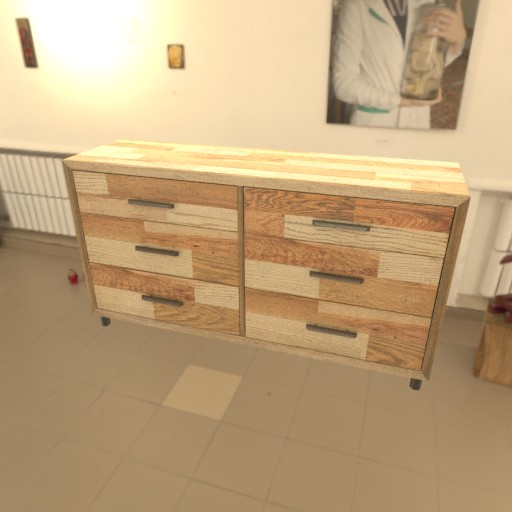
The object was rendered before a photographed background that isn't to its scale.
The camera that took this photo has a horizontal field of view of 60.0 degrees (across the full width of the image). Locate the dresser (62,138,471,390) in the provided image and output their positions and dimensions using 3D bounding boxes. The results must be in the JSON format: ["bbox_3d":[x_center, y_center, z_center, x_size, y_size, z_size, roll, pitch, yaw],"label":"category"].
[{"bbox_3d":[0.000,0.000,1.961,1.547,0.834,0.487,8,28,16],"label":"dresser"}]
